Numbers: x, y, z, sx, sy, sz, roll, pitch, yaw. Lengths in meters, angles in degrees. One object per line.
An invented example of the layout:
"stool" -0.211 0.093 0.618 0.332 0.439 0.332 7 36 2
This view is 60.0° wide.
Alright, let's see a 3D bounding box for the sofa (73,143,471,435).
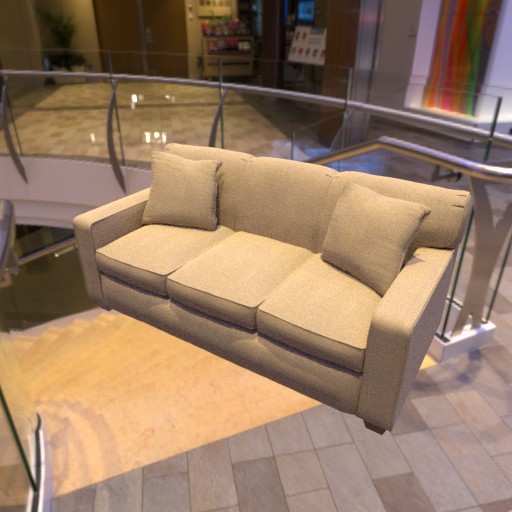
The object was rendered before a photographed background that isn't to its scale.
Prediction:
"sofa" 0.000 0.000 2.567 2.024 0.958 0.997 17 32 28
